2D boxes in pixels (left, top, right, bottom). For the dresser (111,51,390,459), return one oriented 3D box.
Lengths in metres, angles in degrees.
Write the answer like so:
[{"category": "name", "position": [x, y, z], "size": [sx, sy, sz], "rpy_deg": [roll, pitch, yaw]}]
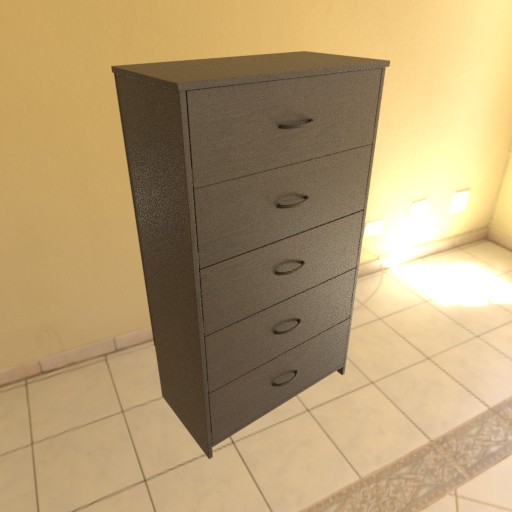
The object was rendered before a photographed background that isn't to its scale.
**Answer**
[{"category": "dresser", "position": [0.000, 0.000, 1.561], "size": [0.704, 1.254, 0.418], "rpy_deg": [-21, 36, -32]}]
